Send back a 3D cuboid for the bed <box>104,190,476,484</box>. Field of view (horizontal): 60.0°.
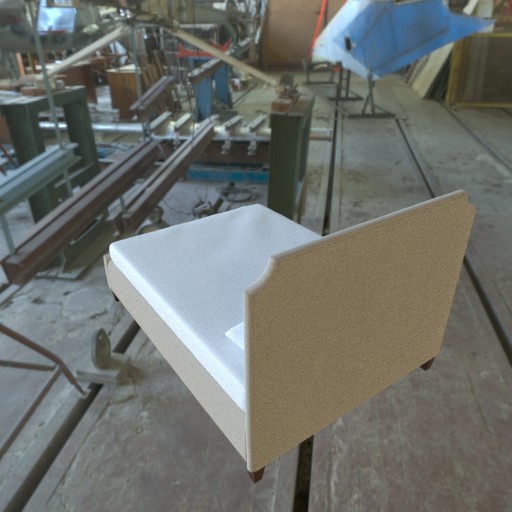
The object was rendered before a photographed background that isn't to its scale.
[{"bbox_3d":[0.000,0.000,3.404,1.713,1.443,2.372,-19,34,-31],"label":"bed"}]
